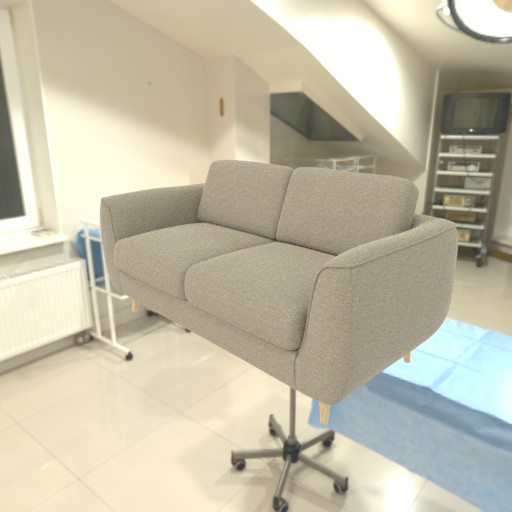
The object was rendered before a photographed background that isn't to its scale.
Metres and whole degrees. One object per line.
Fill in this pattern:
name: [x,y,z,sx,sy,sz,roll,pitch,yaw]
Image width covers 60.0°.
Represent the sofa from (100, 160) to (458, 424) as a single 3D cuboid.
sofa: [0.000,0.000,2.203,0.920,0.850,1.700,-16,23,-42]
